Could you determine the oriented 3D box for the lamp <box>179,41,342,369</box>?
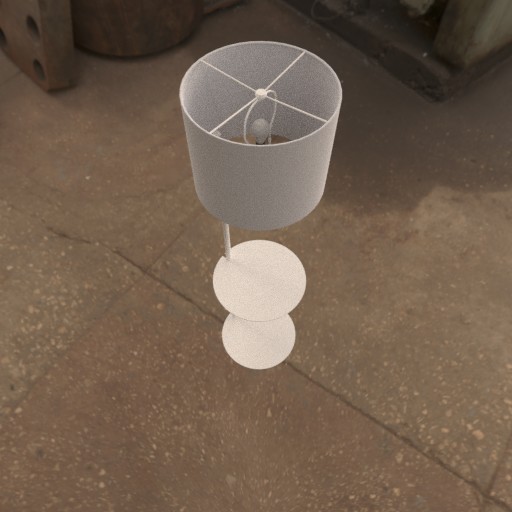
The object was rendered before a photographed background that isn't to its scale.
[{"bbox_3d":[0.000,0.000,1.640,0.405,1.465,0.372,33,63,19],"label":"lamp"}]
